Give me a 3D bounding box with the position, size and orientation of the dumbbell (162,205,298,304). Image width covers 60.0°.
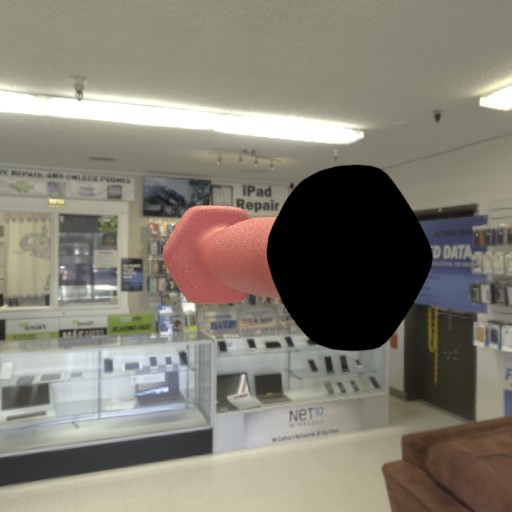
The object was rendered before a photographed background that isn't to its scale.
[{"bbox_3d":[0.000,0.000,0.145,0.047,0.043,0.123,0,1,-19],"label":"dumbbell"}]
